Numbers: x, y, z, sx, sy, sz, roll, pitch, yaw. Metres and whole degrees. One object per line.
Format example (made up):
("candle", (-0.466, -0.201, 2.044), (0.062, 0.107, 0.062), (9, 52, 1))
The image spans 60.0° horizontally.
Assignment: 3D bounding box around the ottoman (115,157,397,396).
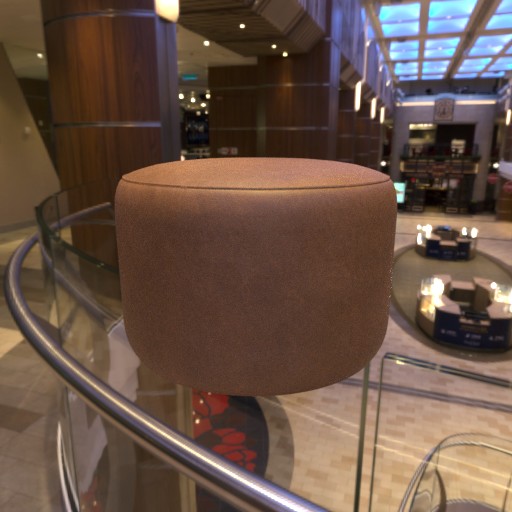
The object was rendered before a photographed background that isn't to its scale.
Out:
("ottoman", (0.000, 0.000, 1.026), (0.607, 0.438, 0.607), (0, 15, 0))
